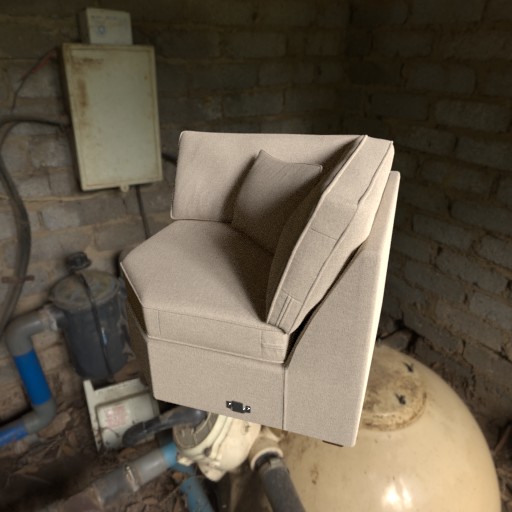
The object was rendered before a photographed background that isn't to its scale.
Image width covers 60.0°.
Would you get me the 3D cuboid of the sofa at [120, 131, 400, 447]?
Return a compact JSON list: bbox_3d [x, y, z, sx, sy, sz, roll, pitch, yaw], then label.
[{"bbox_3d":[0.000,0.000,1.872,1.050,0.937,1.042,9,27,17],"label":"sofa"}]
